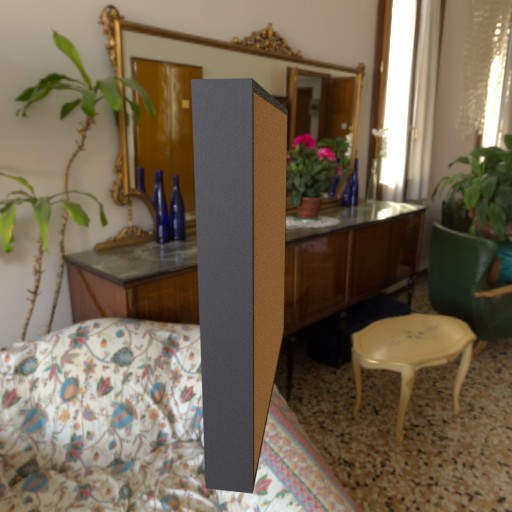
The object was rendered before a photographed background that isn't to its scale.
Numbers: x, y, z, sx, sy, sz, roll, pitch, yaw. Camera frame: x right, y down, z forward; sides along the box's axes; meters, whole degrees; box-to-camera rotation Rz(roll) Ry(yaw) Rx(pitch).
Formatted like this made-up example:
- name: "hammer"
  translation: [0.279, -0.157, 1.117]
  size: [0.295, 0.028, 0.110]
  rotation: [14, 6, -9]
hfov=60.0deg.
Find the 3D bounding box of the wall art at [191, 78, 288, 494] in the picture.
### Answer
- name: "wall art"
  translation: [0.000, 0.000, 0.456]
  size: [0.038, 0.304, 0.304]
  rotation: [2, 15, 8]
